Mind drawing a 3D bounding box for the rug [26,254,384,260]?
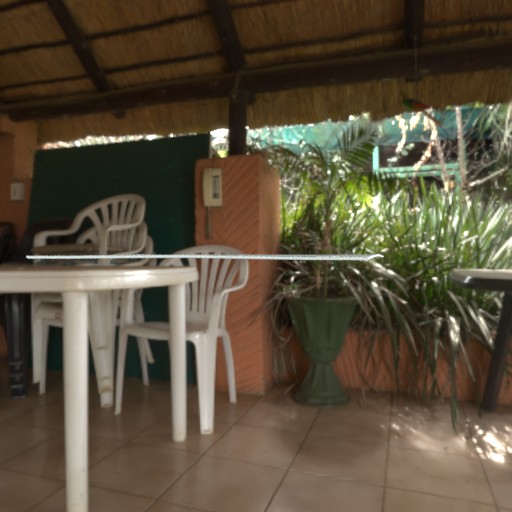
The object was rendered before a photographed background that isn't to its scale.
[{"bbox_3d":[0.000,0.000,3.001,1.613,0.030,2.306,0,0,18],"label":"rug"}]
